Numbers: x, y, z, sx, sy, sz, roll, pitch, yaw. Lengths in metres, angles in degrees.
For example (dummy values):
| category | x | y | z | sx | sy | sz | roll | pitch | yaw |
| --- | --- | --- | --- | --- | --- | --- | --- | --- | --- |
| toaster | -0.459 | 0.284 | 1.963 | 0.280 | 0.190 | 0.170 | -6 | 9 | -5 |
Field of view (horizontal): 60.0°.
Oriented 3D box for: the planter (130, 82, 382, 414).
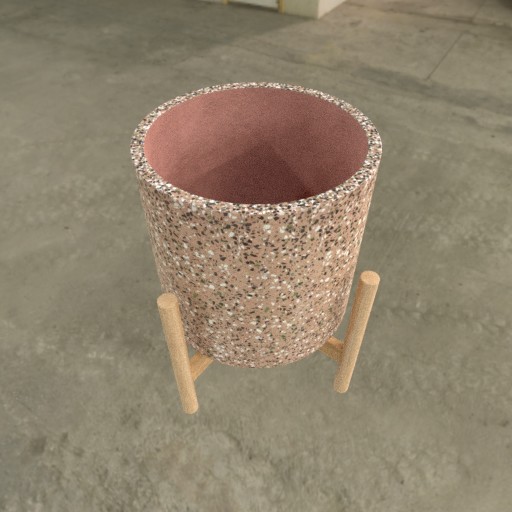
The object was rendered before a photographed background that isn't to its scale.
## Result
| category | x | y | z | sx | sy | sz | roll | pitch | yaw |
| --- | --- | --- | --- | --- | --- | --- | --- | --- | --- |
| planter | 0.000 | 0.000 | 0.691 | 0.360 | 0.419 | 0.360 | -23 | 49 | -21 |
